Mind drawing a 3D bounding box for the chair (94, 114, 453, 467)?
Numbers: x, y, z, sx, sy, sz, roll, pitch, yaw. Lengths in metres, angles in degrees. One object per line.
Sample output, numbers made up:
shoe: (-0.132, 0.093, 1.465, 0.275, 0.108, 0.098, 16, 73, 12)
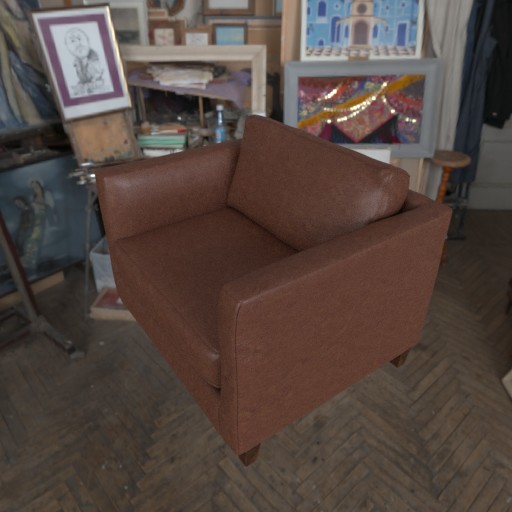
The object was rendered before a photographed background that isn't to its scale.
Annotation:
chair: (0.000, 0.000, 1.837, 0.959, 0.917, 1.107, -21, 38, -29)
